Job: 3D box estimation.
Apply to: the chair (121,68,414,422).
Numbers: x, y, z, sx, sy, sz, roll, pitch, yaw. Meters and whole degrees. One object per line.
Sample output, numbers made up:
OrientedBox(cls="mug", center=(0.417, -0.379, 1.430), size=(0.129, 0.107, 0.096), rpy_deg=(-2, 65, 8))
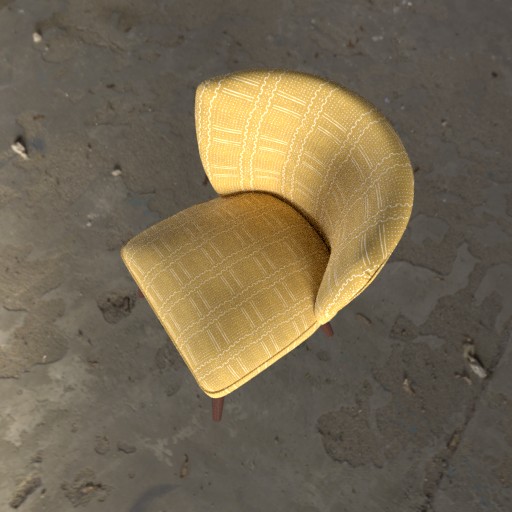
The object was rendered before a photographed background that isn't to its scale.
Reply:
OrientedBox(cls="chair", center=(0.000, 0.000, 1.412), size=(0.758, 0.866, 0.706), rpy_deg=(-31, 67, -15))
